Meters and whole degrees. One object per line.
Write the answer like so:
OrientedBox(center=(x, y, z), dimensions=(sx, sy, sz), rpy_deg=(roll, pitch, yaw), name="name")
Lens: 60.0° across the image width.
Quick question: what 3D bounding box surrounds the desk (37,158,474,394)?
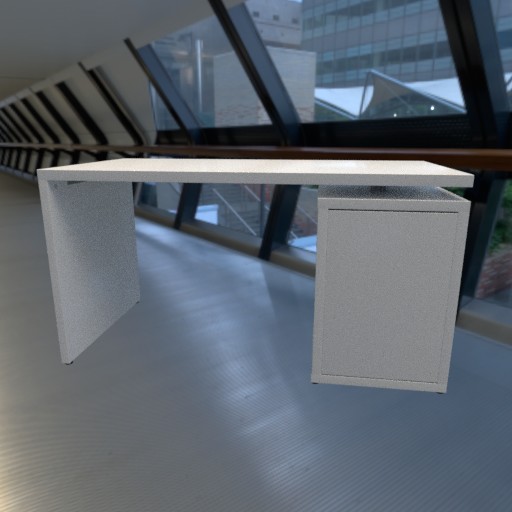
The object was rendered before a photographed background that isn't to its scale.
OrientedBox(center=(0.000, 0.000, 1.830), dimensions=(1.400, 0.740, 0.690), rpy_deg=(2, 16, 8), name="desk")
